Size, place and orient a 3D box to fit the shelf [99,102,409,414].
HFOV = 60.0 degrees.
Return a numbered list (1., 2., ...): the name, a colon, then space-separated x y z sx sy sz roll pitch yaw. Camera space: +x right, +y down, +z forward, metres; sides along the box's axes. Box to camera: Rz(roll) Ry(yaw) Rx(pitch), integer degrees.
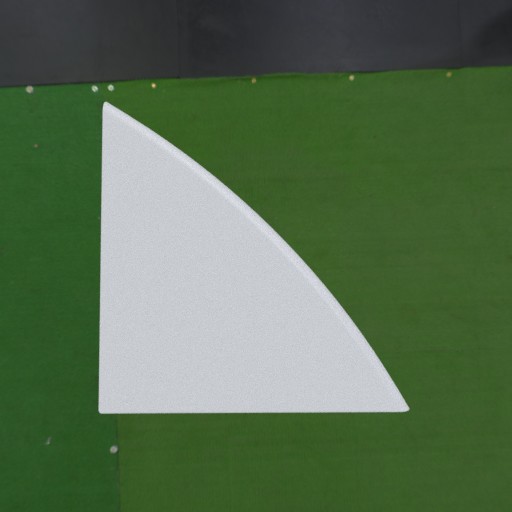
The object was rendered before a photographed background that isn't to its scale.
1. shelf: 0.000 0.000 0.462 0.310 0.050 0.310 0 90 -1
